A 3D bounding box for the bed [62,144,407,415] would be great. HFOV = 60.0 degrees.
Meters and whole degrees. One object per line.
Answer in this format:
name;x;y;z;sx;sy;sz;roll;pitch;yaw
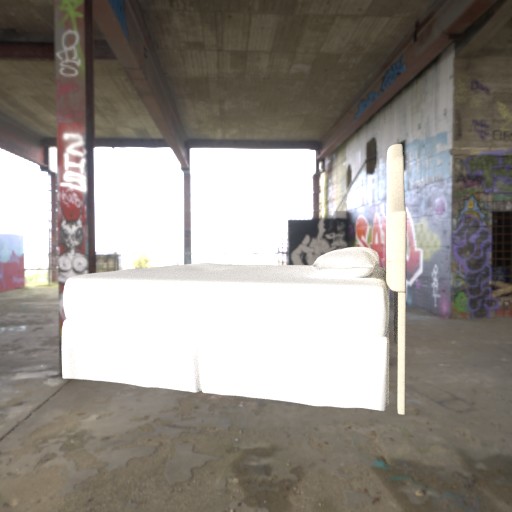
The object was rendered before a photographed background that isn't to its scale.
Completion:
bed;0.000;0.000;3.558;2.214;1.615;2.008;0;1;17
